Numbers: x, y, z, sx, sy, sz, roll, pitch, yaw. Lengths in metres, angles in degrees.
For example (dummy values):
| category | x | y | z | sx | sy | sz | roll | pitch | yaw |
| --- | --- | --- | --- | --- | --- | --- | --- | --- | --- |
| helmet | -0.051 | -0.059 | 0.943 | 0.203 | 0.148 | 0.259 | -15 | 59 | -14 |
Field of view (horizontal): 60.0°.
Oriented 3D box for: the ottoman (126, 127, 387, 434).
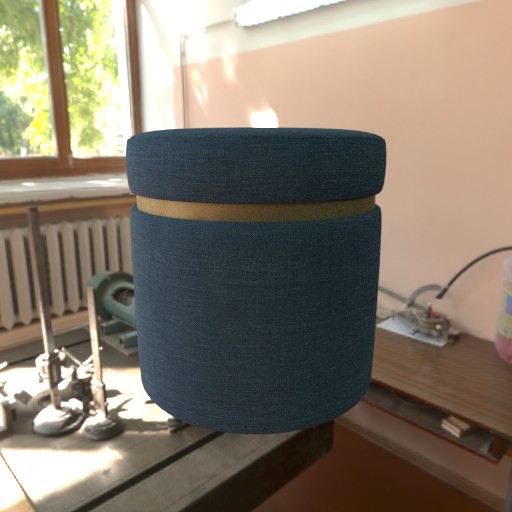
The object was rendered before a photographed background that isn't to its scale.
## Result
| category | x | y | z | sx | sy | sz | roll | pitch | yaw |
| --- | --- | --- | --- | --- | --- | --- | --- | --- | --- |
| ottoman | 0.000 | 0.000 | 0.738 | 0.398 | 0.406 | 0.398 | 0 | 14 | 0 |
